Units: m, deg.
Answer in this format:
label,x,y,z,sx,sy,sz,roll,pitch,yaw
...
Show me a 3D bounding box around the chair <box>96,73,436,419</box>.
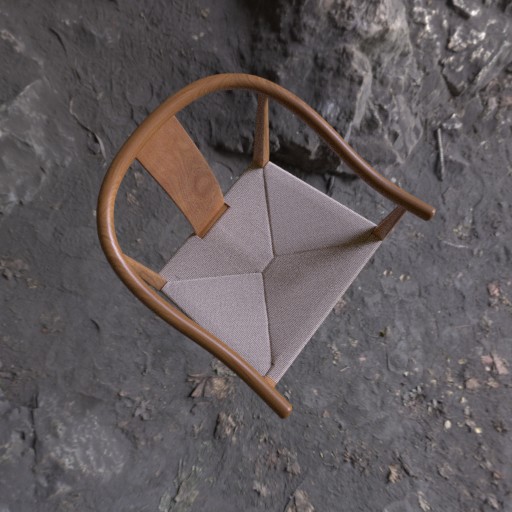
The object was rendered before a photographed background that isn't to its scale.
label,x,y,z,sx,sy,sz,roll,pitch,yaw
chair,0.000,0.000,1.217,0.579,0.800,0.556,37,79,8
